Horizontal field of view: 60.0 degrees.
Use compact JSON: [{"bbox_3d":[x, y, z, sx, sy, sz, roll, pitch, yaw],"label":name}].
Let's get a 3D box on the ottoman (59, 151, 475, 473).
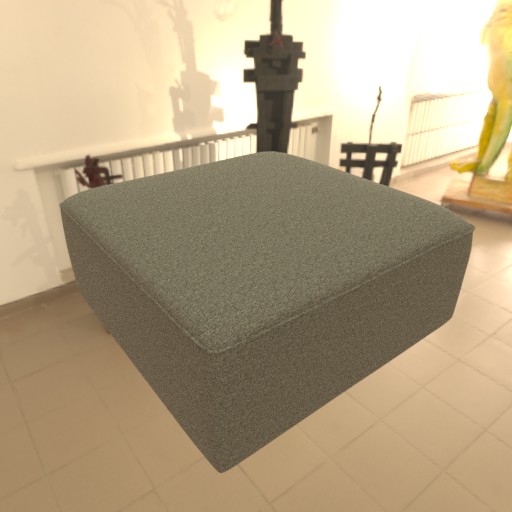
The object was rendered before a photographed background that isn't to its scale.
[{"bbox_3d":[0.000,0.000,1.550,1.005,0.464,1.015,-21,35,-32],"label":"ottoman"}]
